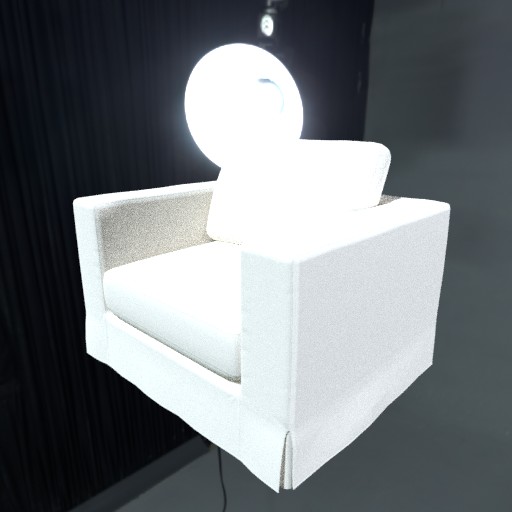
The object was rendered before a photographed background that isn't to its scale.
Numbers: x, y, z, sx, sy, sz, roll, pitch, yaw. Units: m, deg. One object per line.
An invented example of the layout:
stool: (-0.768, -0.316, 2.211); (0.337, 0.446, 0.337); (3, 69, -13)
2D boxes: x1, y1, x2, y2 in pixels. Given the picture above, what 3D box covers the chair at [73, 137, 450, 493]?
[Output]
chair: (0.000, 0.000, 1.735); (1.150, 0.878, 0.957); (16, 23, 41)
